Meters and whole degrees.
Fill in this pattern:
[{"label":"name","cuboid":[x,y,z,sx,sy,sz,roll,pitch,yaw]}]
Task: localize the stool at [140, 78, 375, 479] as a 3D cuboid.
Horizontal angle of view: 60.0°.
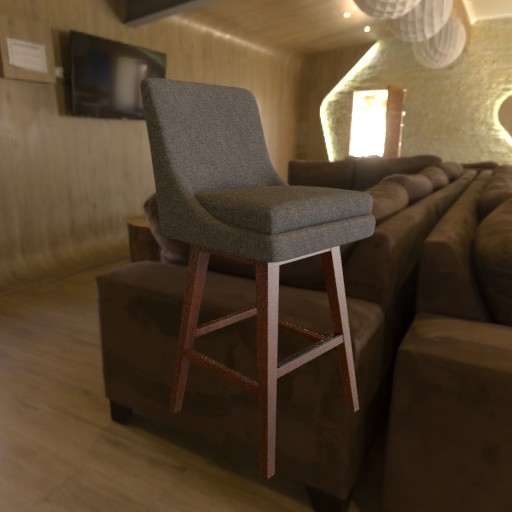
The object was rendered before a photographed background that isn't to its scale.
[{"label":"stool","cuboid":[0.000,0.000,1.398,0.572,1.068,0.489,14,20,43]}]
